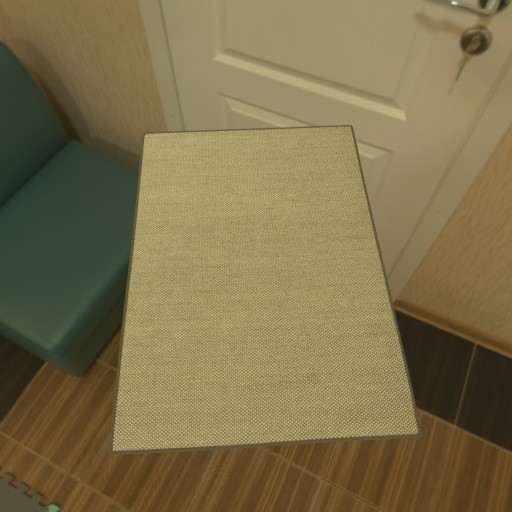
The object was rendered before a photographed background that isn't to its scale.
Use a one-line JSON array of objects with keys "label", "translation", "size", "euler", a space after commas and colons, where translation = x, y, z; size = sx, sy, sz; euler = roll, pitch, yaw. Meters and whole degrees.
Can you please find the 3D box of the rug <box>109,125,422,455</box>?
[{"label": "rug", "translation": [0.000, 0.000, 2.671], "size": [1.523, 0.012, 2.133], "euler": [-3, 60, -1]}]
